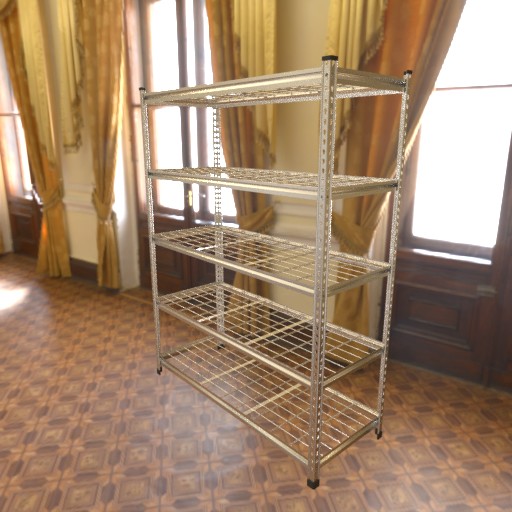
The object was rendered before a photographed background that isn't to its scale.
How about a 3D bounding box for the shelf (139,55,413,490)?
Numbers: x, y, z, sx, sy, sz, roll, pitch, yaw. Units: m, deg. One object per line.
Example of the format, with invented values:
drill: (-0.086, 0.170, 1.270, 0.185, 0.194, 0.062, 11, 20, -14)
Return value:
shelf: (0.000, 0.000, 2.672, 0.610, 1.981, 1.524, -13, 20, -40)
